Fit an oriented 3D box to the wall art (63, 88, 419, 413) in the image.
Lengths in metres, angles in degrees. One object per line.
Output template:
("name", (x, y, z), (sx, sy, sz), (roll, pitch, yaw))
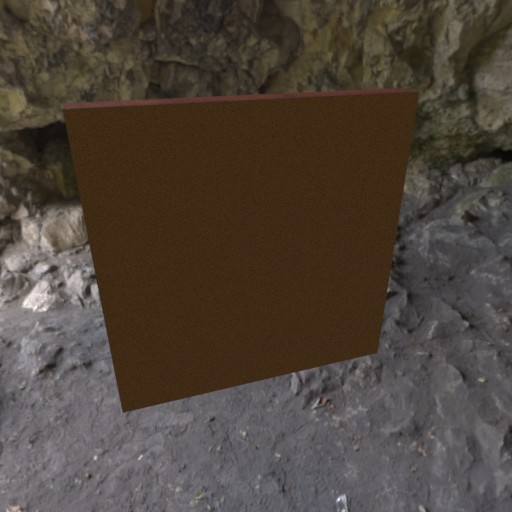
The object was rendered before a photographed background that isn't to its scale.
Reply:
("wall art", (0.000, 0.000, 0.565), (0.386, 0.385, 0.038), (-9, 29, -16))
